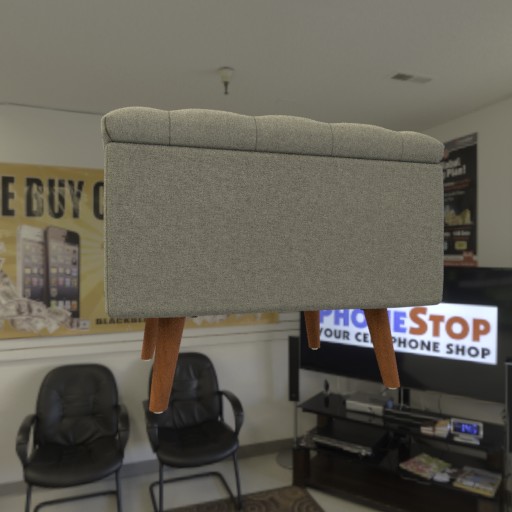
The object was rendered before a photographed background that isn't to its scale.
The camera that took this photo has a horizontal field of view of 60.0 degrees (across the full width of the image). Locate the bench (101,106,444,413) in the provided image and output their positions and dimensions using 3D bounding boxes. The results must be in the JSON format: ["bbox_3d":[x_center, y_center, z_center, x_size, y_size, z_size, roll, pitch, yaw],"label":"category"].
[{"bbox_3d":[0.000,0.000,0.884,0.572,0.469,0.417,0,1,-17],"label":"bench"}]
